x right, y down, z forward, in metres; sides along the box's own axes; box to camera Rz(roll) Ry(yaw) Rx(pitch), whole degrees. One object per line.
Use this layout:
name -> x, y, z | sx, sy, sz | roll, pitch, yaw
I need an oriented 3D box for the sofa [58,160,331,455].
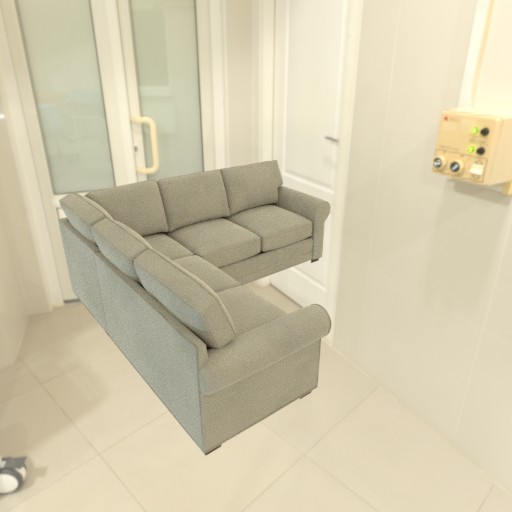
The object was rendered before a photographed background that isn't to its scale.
sofa -> 0.000, 0.000, 3.899 | 2.562, 1.053, 2.487 | -18, 31, -34
